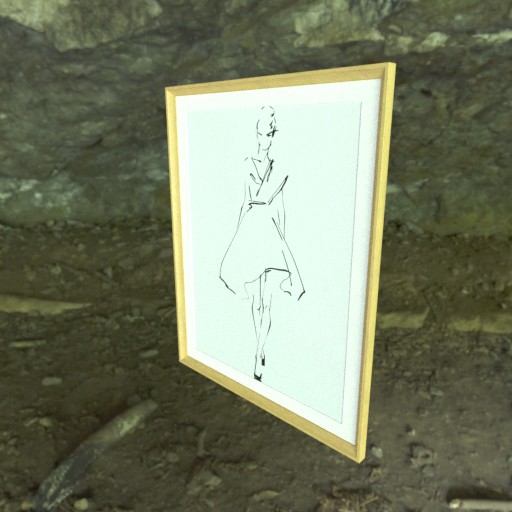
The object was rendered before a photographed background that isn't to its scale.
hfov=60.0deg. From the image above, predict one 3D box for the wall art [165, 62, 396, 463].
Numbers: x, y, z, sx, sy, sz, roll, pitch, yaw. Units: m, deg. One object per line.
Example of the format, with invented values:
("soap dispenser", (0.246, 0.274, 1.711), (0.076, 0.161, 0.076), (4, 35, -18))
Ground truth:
("wall art", (0.000, 0.000, 1.336), (0.798, 1.002, 0.030), (14, 21, 42))
